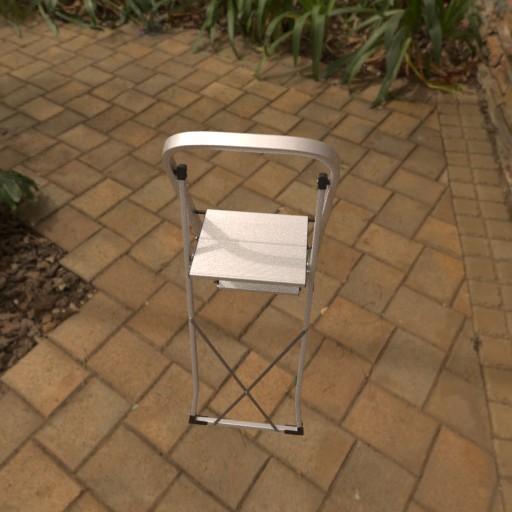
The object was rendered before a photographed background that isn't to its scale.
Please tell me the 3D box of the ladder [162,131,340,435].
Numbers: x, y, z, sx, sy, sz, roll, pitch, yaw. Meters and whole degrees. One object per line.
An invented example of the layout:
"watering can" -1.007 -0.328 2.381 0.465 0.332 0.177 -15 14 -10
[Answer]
"ladder" 0.000 0.000 1.428 0.465 1.070 0.704 4 47 4
